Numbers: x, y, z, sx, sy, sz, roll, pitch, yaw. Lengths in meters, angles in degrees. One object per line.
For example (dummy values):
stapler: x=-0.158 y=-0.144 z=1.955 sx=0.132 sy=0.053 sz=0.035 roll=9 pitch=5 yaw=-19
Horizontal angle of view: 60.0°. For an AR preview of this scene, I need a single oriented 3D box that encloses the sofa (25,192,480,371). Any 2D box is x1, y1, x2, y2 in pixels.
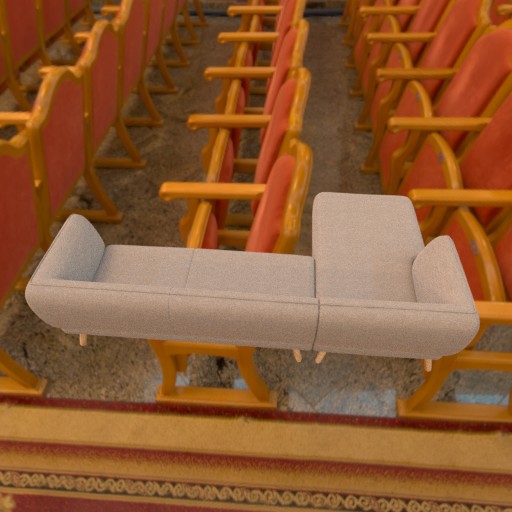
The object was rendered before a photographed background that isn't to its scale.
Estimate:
sofa: x=0.000 y=0.000 z=3.271 sx=2.653 sy=0.693 sz=1.532 roll=3 pitch=45 yaw=3
